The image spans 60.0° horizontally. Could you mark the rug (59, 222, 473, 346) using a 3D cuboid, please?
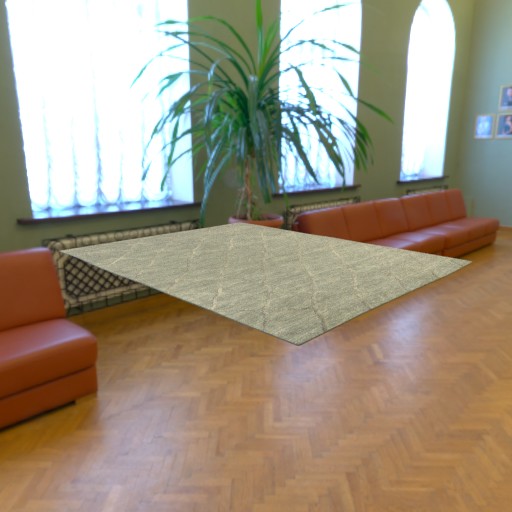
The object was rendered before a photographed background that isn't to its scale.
[{"bbox_3d":[0.000,0.000,4.121,3.048,0.013,2.438,13,19,43],"label":"rug"}]
